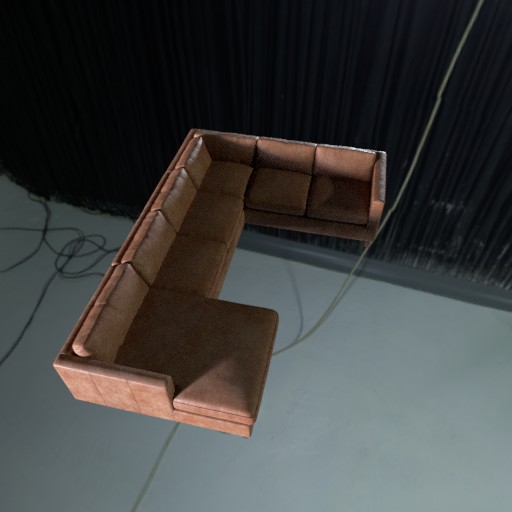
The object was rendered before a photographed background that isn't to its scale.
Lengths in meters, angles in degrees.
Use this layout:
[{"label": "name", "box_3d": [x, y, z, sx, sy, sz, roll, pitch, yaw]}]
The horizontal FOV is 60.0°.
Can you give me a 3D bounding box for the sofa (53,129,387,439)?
[{"label": "sofa", "box_3d": [0.000, 0.000, 4.519, 2.430, 0.832, 3.401, 9, 48, 8]}]
